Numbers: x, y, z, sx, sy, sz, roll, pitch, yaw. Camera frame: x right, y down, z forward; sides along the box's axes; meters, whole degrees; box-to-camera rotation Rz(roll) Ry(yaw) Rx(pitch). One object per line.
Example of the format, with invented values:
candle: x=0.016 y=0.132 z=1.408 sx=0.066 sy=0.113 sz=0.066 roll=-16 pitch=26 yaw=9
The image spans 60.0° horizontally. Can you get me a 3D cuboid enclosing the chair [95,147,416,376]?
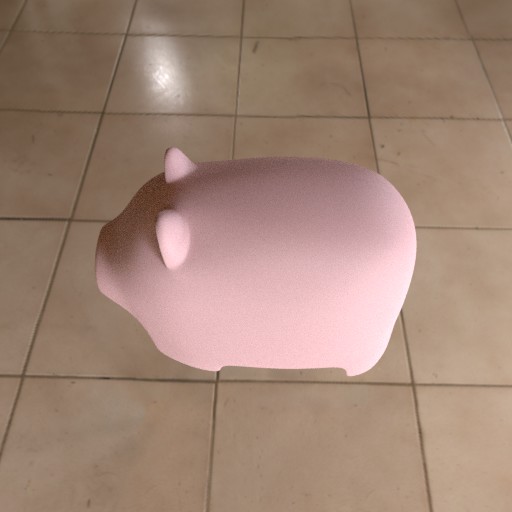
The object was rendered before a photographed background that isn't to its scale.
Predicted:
chair: x=0.000 y=0.000 z=0.864 sx=0.619 sy=0.423 sz=0.364 roll=0 pitch=59 yaw=0
